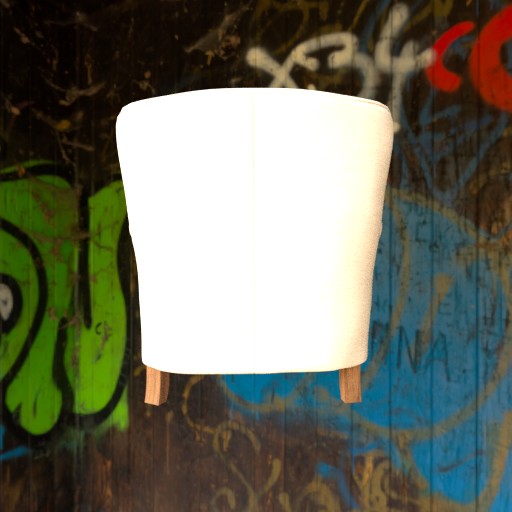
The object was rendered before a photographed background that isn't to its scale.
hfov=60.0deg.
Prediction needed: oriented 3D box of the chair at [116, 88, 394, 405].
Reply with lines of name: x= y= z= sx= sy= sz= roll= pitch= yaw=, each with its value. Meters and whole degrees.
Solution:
chair: x=0.000 y=0.000 z=1.634 sx=0.861 sy=0.936 sz=0.921 roll=0 pitch=0 yaw=1
